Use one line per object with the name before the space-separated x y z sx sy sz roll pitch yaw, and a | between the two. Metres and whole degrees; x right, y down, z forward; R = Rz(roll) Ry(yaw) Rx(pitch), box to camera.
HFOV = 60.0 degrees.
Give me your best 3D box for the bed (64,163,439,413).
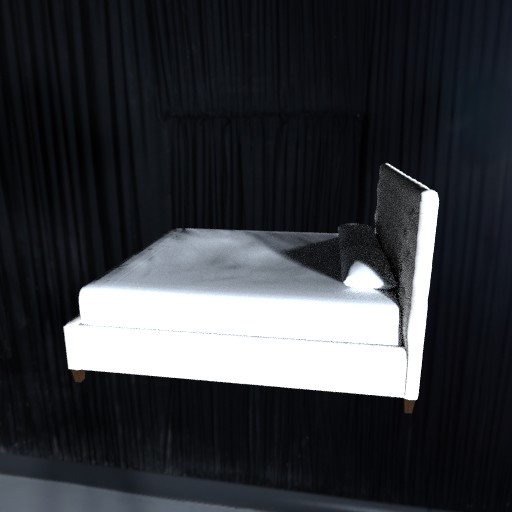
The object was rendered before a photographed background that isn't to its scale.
bed | 0.000 0.000 3.763 2.387 1.427 2.078 2 16 9
